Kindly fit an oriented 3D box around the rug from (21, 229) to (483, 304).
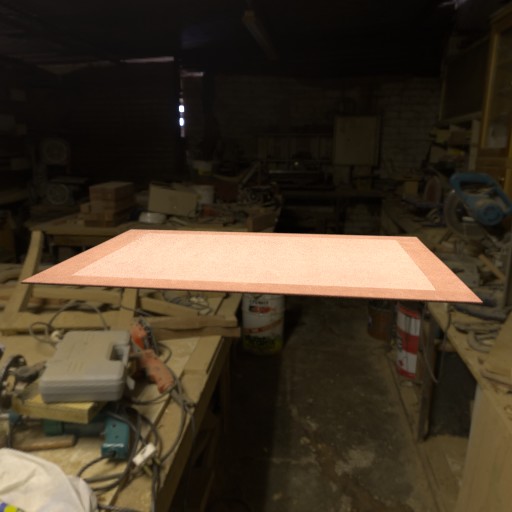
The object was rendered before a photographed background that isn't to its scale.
[{"bbox_3d":[0.000,0.000,3.037,2.438,0.014,1.524,2,15,7],"label":"rug"}]
